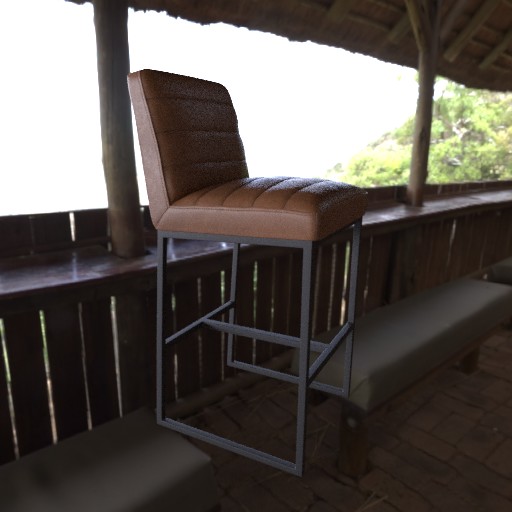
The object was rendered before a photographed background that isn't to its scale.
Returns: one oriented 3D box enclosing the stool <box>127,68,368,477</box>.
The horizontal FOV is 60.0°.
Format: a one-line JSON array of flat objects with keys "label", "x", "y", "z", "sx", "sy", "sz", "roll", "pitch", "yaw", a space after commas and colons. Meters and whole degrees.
[{"label": "stool", "x": 0.000, "y": 0.000, "z": 1.334, "sx": 0.556, "sy": 1.040, "sz": 0.458, "roll": 8, "pitch": 17, "yaw": 27}]
